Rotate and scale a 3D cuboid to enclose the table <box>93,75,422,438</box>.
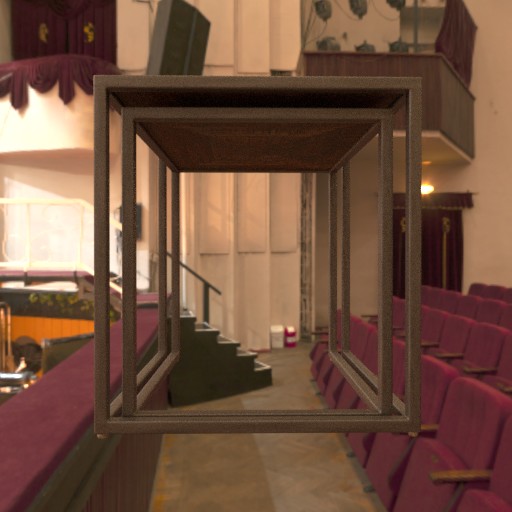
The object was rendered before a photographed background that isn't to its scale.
[{"bbox_3d":[0.000,0.000,0.831,0.450,0.500,0.449,0,0,-1],"label":"table"}]
